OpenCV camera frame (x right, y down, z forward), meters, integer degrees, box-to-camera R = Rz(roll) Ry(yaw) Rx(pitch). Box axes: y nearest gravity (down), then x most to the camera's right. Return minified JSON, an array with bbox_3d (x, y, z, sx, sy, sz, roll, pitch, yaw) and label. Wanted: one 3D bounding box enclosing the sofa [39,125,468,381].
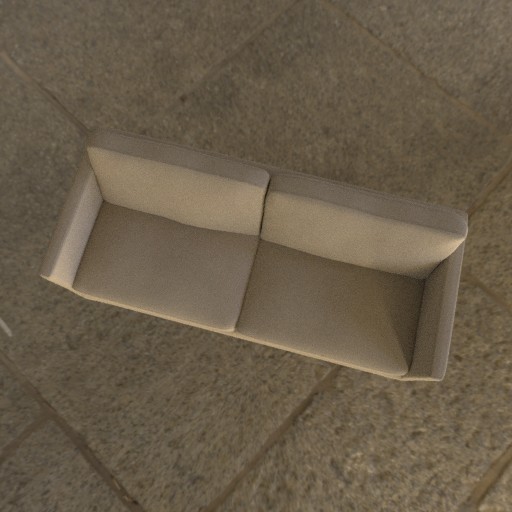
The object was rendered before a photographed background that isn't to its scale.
[{"bbox_3d":[0.000,0.000,2.615,2.181,0.932,0.948,14,76,4],"label":"sofa"}]
